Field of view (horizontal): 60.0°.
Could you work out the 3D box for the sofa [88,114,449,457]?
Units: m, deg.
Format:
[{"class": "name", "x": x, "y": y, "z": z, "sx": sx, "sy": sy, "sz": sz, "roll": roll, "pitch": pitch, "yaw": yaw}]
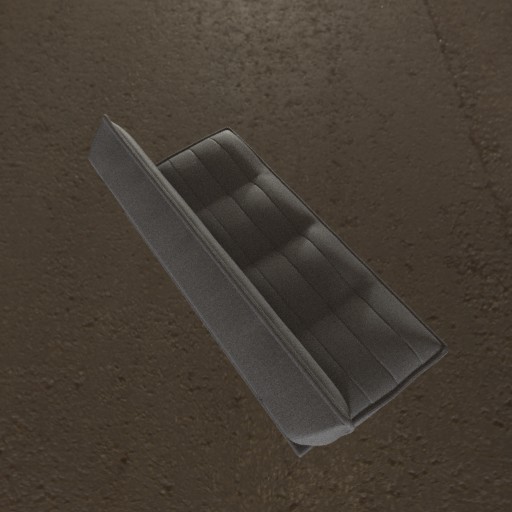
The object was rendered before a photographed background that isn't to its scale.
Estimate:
[{"class": "sofa", "x": 0.000, "y": 0.000, "z": 2.387, "sx": 0.950, "sy": 0.890, "sz": 1.940, "roll": -32, "pitch": 63, "yaw": -18}]
